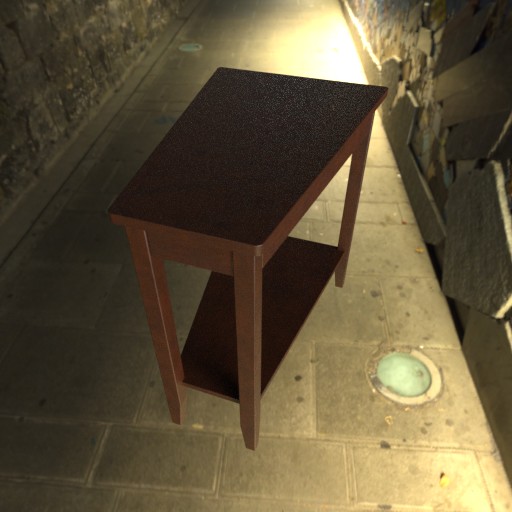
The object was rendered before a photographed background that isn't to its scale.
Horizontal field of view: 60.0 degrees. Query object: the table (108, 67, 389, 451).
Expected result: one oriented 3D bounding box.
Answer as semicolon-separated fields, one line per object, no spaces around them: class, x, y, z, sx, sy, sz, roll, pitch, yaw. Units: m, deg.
table;0.000;0.000;0.988;0.399;0.589;0.605;13;43;14
